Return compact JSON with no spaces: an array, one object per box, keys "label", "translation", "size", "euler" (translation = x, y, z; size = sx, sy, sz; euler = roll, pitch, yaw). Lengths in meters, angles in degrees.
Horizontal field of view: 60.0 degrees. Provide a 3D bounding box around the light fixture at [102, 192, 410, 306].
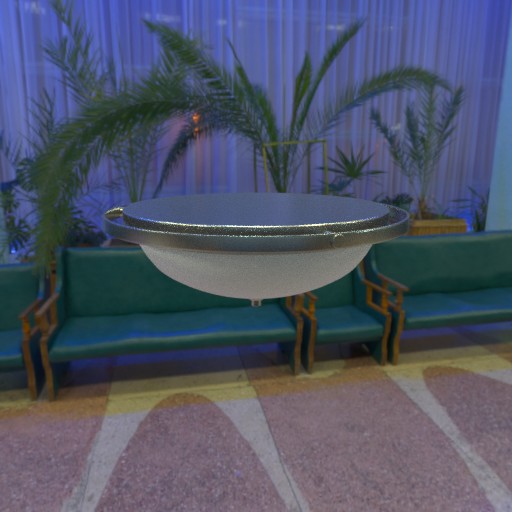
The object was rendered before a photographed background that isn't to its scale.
[{"label":"light fixture","translation":[0.000,0.000,0.563],"size":[0.361,0.130,0.361],"euler":[0,14,0]}]
